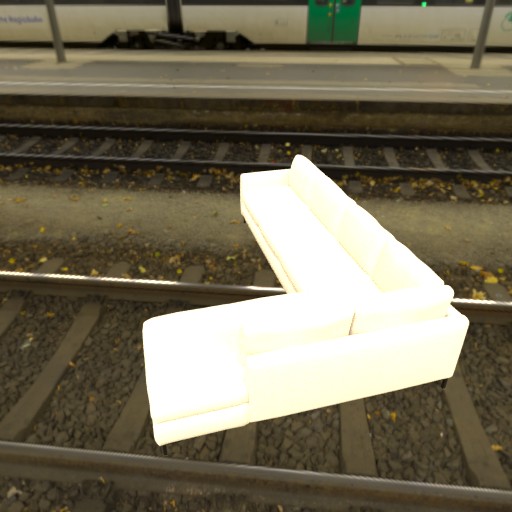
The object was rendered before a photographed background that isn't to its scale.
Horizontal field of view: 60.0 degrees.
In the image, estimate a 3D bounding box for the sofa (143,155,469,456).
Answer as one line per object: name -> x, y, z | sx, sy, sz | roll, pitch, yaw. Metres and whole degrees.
sofa -> 0.000, 0.000, 3.841 | 2.007, 0.815, 2.949 | -8, 32, -13
